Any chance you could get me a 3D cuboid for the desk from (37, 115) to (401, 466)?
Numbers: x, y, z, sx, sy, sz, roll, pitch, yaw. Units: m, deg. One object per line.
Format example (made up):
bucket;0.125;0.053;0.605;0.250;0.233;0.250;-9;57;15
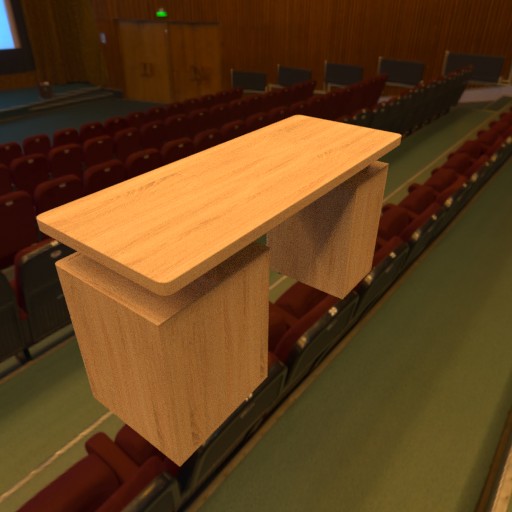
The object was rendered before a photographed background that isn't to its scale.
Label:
desk;0.000;0.000;1.808;0.550;0.760;1.400;22;39;31
